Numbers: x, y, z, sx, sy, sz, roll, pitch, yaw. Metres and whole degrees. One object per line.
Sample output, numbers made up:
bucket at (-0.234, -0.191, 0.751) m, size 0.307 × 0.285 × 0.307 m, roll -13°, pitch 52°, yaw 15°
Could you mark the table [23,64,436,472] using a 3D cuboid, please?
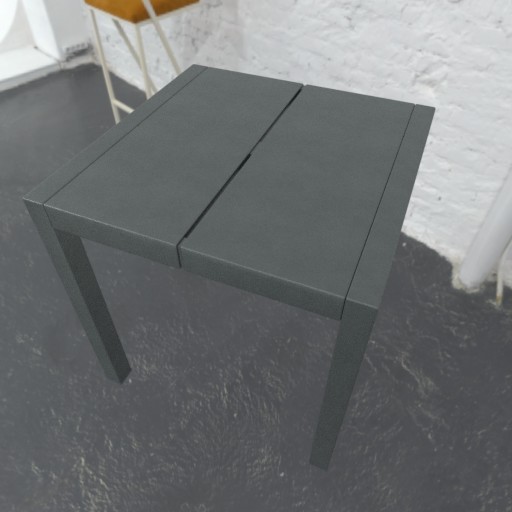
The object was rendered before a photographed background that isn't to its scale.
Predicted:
table at (0.000, 0.000, 0.902) m, size 0.508 × 0.508 × 0.508 m, roll 17°, pitch 48°, yaw 16°
